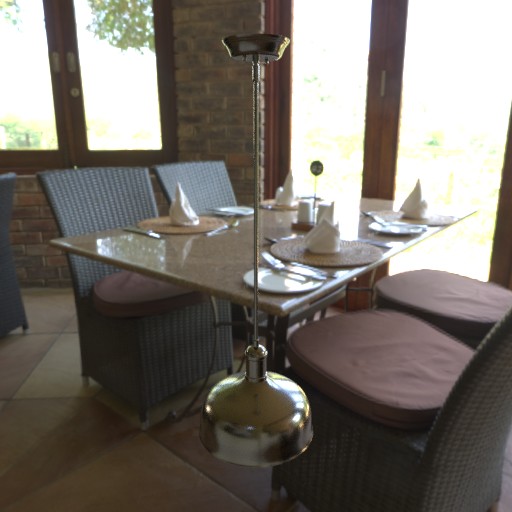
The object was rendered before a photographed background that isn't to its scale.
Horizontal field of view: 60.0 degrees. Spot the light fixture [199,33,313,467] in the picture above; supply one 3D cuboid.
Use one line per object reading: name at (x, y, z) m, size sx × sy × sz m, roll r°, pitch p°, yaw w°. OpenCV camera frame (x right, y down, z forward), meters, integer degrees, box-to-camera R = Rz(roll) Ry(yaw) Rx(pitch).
light fixture at (0.000, 0.000, 1.052) m, size 0.299 × 0.935 × 0.299 m, roll 14°, pitch 20°, yaw 42°
